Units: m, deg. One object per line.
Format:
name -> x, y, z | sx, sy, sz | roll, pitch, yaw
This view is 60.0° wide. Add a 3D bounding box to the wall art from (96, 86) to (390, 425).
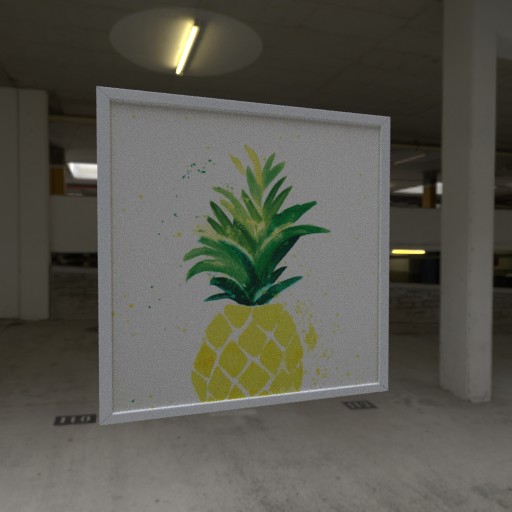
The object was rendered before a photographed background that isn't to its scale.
wall art -> 0.000, 0.000, 0.758 | 0.508, 0.507, 0.035 | -1, 2, -18
